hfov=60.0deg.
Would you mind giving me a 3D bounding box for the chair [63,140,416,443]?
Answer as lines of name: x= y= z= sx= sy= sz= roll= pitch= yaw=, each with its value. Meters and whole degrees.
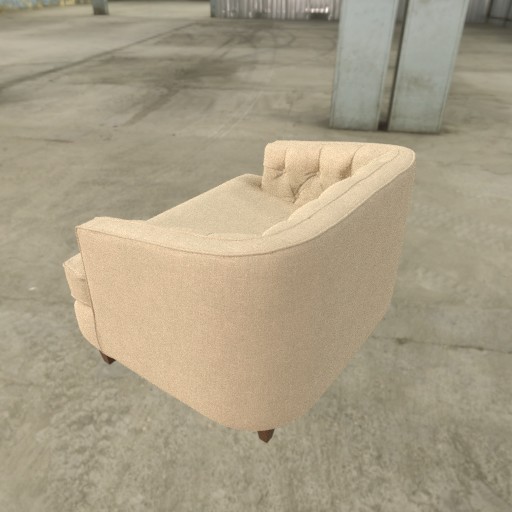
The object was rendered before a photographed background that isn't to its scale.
chair: x=0.000 y=0.000 z=1.719 sx=0.914 sy=0.787 sz=1.118 roll=21 pitch=37 yaw=31
